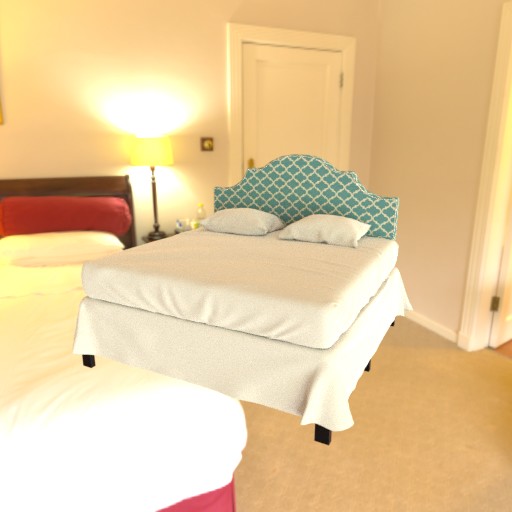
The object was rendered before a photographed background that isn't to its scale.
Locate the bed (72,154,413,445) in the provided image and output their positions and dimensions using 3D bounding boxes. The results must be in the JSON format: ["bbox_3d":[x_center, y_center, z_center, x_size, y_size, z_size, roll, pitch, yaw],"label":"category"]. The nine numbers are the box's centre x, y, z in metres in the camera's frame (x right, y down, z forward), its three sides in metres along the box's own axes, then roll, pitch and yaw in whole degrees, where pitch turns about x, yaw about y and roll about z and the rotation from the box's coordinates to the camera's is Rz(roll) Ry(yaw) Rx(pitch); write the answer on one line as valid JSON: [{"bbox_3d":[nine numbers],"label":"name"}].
[{"bbox_3d":[0.000,0.000,3.719,2.314,1.601,2.222,8,17,27],"label":"bed"}]
